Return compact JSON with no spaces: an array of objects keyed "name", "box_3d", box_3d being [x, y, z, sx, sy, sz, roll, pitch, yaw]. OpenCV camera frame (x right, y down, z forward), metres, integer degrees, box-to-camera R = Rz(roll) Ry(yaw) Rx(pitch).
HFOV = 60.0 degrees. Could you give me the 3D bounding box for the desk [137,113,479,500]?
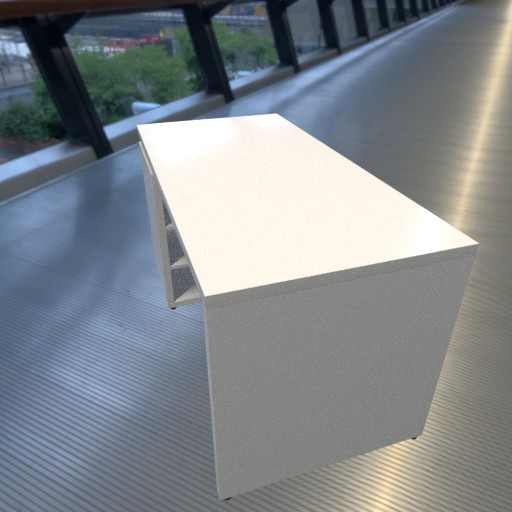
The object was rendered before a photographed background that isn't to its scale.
[{"name":"desk","box_3d":[0.000,0.000,1.756,0.690,0.740,1.400,-10,32,-16]}]
